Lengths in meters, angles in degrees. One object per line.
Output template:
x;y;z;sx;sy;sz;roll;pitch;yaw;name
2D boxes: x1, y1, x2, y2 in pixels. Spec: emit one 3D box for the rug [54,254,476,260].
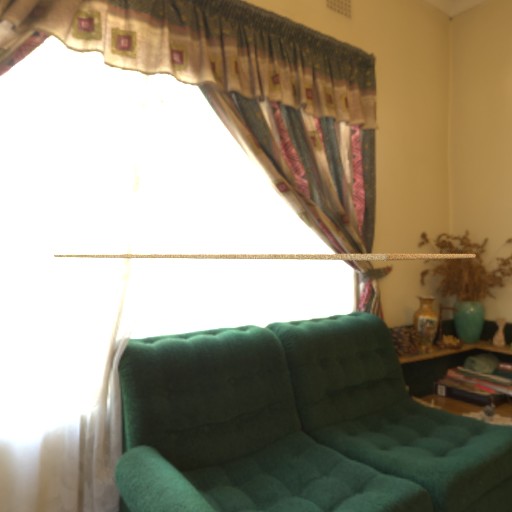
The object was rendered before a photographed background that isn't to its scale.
0.000;0.000;2.918;2.346;0.025;1.500;0;0;37;rug
